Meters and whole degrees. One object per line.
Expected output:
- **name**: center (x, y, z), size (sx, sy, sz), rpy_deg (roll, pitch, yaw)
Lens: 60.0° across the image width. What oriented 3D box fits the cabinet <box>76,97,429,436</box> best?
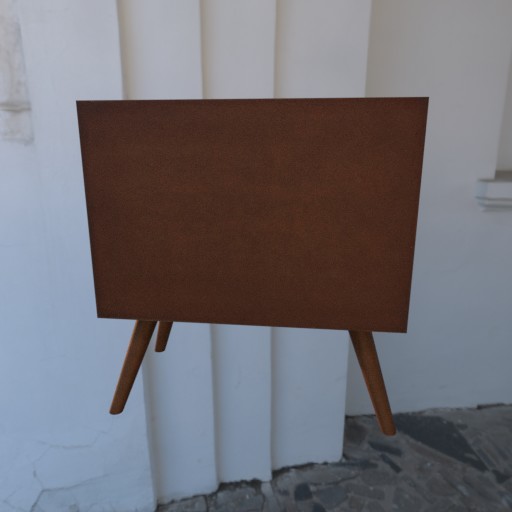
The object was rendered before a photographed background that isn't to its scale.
- **cabinet**: center (0.000, 0.000, 1.162), size (0.712, 0.748, 0.388), rpy_deg (2, 15, 7)
